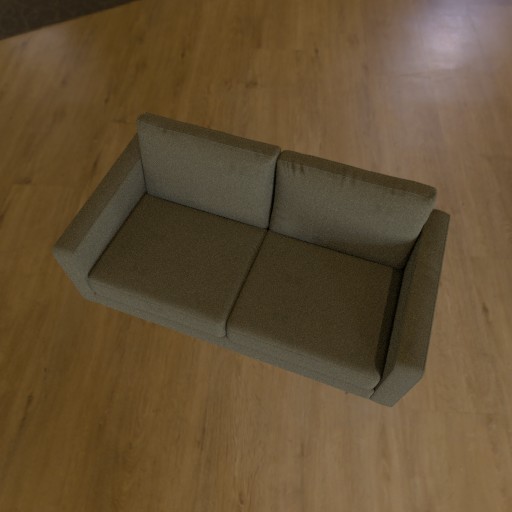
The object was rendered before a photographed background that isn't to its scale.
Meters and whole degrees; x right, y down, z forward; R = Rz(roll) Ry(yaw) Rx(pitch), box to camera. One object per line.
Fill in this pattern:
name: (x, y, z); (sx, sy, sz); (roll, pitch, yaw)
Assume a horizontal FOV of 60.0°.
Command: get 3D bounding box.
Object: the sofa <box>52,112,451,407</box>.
sofa: (0.000, 0.000, 2.293); (1.730, 0.897, 0.889); (17, 59, 11)
